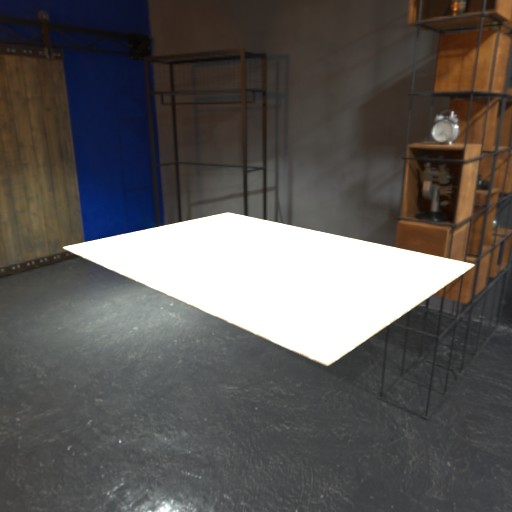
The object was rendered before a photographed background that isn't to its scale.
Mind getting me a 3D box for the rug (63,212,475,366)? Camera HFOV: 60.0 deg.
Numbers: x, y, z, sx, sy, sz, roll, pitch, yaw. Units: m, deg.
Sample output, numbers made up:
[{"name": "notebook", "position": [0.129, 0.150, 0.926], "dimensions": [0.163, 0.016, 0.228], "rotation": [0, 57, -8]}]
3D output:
[{"name": "rug", "position": [0.000, 0.000, 2.795], "dimensions": [2.134, 0.010, 1.524], "rotation": [16, 24, 41]}]
